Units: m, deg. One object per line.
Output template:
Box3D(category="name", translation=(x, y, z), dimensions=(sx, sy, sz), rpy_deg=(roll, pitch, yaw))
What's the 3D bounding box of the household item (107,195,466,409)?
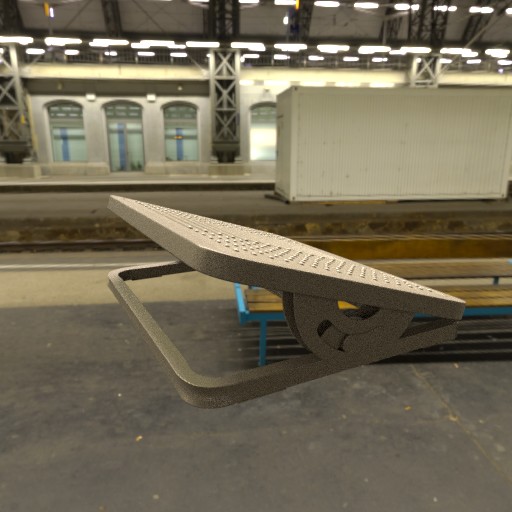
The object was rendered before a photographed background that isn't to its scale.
Box3D(category="household item", translation=(0.000, 0.000, 0.536), dimensions=(0.301, 0.126, 0.390), rpy_deg=(-8, 16, -27))
